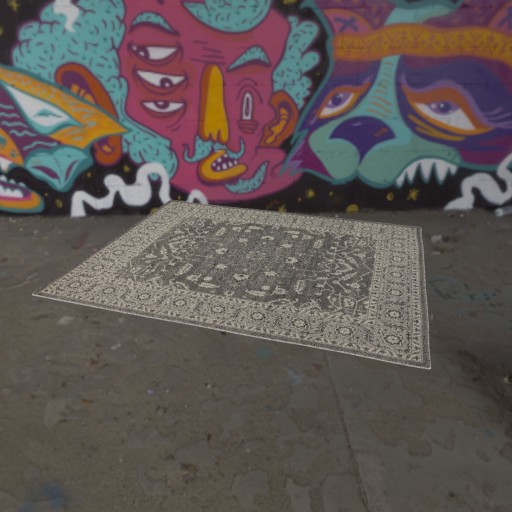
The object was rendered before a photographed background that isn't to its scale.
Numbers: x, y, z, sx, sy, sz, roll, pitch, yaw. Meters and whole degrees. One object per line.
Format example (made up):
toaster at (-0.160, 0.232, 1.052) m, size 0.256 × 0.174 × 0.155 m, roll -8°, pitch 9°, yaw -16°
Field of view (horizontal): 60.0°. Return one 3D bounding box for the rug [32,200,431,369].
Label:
rug at (0.000, 0.000, 4.239) m, size 3.069 × 0.026 × 2.451 m, roll 8°, pitch 27°, yaw 15°
